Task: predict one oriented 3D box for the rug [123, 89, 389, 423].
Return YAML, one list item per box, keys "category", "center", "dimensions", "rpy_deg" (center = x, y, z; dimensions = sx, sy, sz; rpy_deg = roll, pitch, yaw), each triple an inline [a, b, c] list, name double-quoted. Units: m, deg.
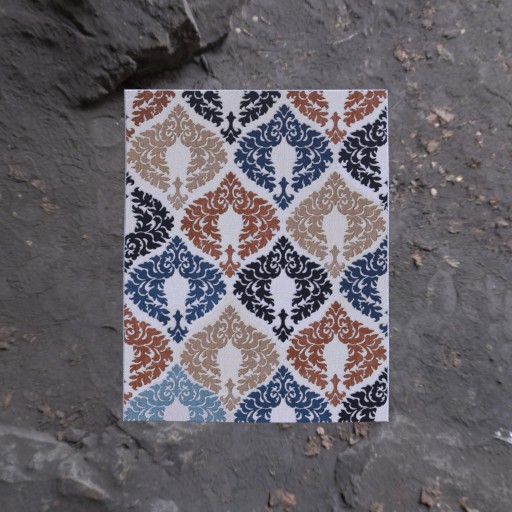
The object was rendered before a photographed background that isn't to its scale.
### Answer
- category: "rug"
  center: [0.000, 0.000, 4.042]
  dimensions: [2.423, 0.014, 3.040]
  rpy_deg: [0, 90, 0]
